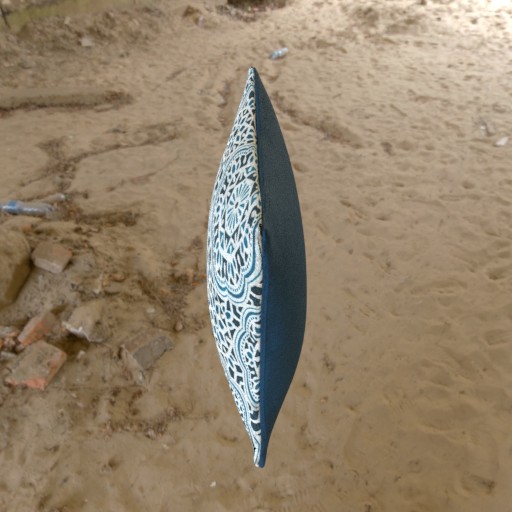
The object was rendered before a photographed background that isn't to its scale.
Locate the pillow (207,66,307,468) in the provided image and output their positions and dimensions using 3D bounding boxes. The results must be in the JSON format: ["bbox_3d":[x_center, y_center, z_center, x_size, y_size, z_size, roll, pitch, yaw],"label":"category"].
[{"bbox_3d":[0.000,0.000,0.657,0.145,0.420,0.440,-1,40,-1],"label":"pillow"}]
